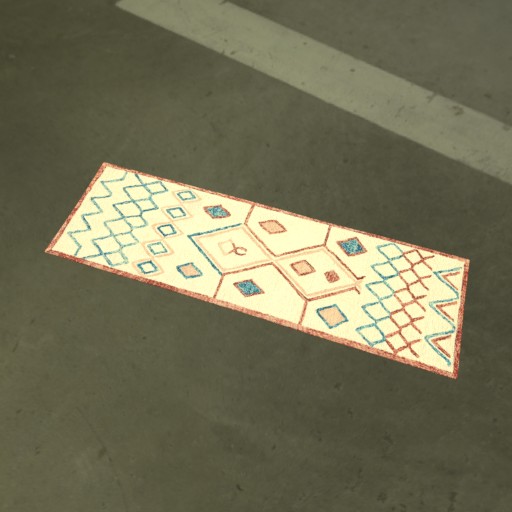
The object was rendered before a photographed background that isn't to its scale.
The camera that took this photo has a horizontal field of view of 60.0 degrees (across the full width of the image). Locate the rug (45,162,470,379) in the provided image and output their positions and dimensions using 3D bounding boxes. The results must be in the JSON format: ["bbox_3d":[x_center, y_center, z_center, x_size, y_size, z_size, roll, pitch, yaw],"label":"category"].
[{"bbox_3d":[0.000,0.000,2.656,2.435,0.011,0.750,16,61,9],"label":"rug"}]
